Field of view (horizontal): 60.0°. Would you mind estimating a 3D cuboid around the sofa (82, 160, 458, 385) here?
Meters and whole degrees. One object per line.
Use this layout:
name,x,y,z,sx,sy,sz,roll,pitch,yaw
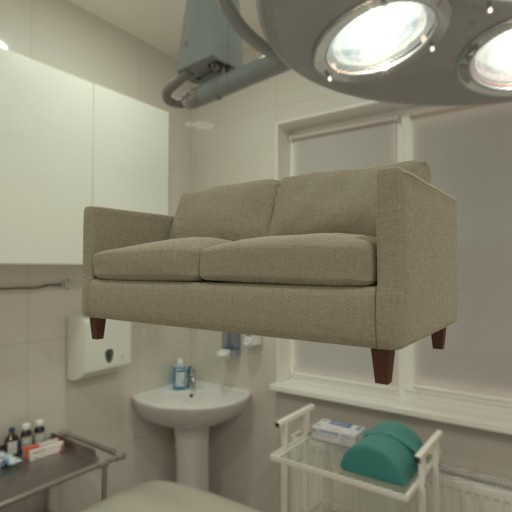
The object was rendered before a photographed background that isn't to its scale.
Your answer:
sofa,0.000,0.000,2.414,1.884,0.947,0.951,-1,-2,35
